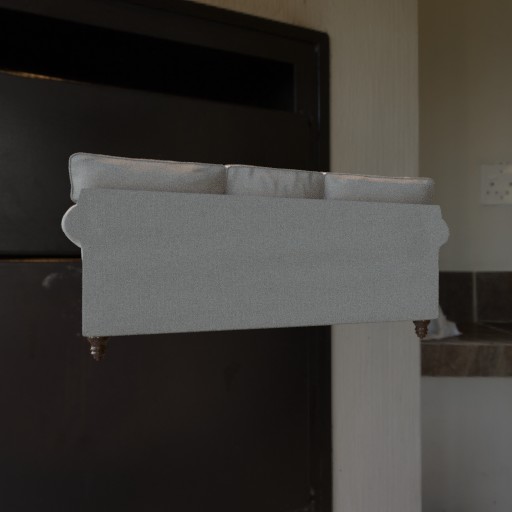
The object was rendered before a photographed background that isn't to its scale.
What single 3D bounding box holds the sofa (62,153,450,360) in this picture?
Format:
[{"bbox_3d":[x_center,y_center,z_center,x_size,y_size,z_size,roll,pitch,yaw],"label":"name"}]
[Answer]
[{"bbox_3d":[0.000,0.000,2.654,2.084,0.961,0.916,0,-1,-18],"label":"sofa"}]
